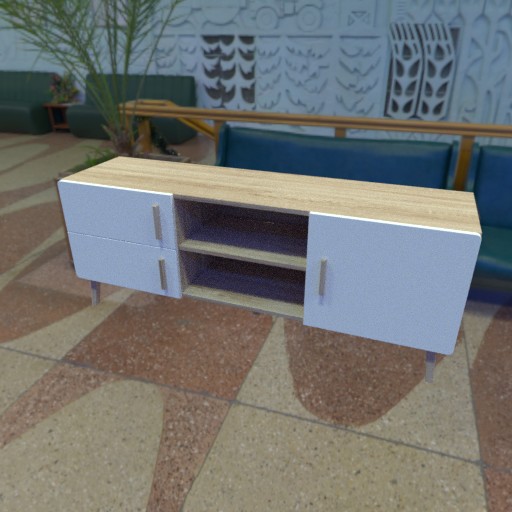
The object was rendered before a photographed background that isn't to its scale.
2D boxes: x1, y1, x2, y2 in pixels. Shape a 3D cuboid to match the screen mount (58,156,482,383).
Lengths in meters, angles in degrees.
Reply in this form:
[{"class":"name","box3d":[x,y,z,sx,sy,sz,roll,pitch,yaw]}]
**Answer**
[{"class":"screen mount","box3d":[0.000,0.000,1.767,1.500,0.570,0.420,9,28,18]}]
